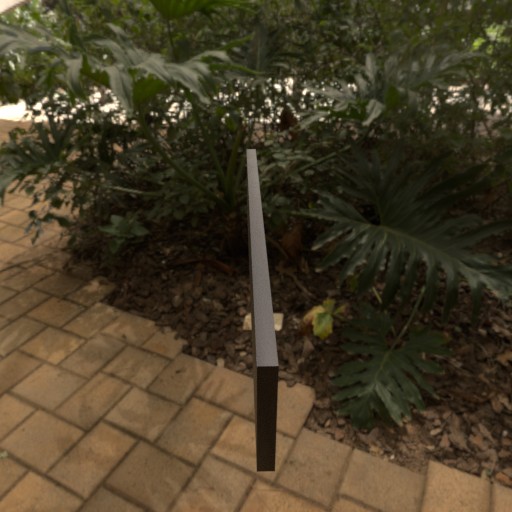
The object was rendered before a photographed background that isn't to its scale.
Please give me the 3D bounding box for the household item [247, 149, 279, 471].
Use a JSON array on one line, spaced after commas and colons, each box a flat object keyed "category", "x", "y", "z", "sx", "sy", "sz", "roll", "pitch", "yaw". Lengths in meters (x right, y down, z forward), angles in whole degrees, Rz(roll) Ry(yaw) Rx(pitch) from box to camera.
[{"category": "household item", "x": 0.000, "y": 0.000, "z": 1.101, "sx": 0.030, "sy": 0.236, "sz": 1.001, "roll": -1, "pitch": 30, "yaw": -2}]
